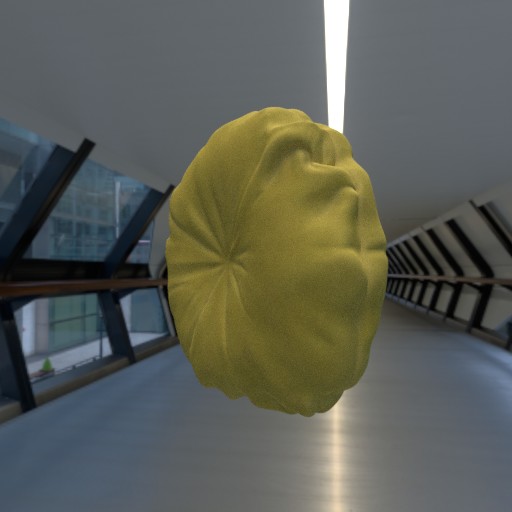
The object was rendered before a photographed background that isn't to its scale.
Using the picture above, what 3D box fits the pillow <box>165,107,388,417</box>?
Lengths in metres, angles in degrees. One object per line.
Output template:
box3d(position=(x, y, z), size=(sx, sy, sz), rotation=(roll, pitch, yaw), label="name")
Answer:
box3d(position=(0.000, 0.000, 0.633), size=(0.148, 0.407, 0.428), rotation=(1, -2, -36), label="pillow")
